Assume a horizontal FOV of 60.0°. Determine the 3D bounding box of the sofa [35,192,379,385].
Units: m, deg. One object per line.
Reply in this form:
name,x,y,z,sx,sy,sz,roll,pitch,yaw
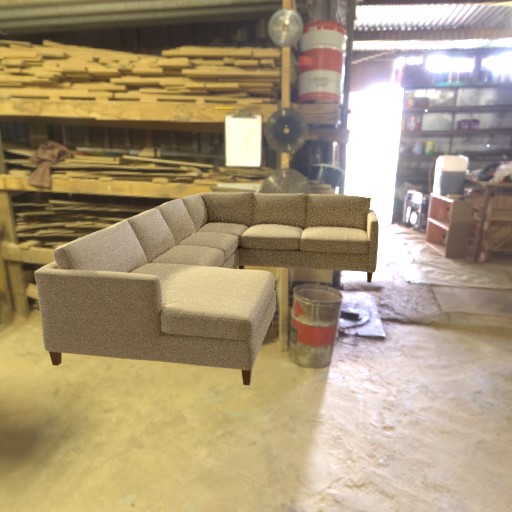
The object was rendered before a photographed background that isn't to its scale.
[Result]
sofa,0.000,0.000,4.575,2.594,0.961,3.460,3,15,10
